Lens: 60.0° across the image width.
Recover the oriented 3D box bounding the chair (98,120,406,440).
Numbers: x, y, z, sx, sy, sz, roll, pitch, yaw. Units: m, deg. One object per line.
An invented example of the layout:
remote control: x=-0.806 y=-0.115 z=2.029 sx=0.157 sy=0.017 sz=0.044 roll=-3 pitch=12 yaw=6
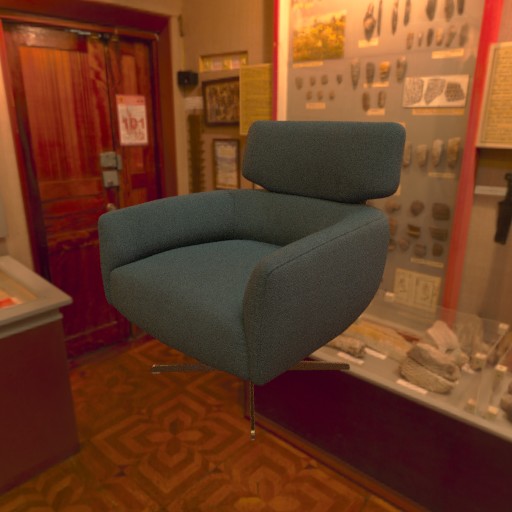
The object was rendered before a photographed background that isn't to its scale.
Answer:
chair: x=0.000 y=0.000 z=1.401 sx=0.738 sy=0.813 sz=0.761 roll=16 pitch=24 yaw=41
